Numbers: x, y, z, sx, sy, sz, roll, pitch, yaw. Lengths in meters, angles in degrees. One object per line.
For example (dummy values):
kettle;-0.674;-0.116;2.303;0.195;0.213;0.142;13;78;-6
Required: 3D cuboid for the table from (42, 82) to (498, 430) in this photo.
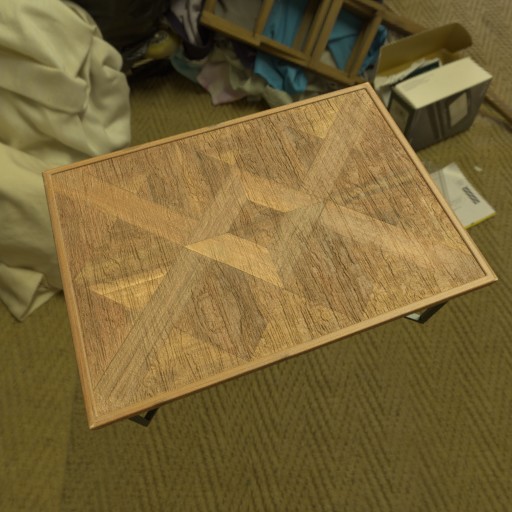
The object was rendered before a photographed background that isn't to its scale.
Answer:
table;0.000;0.000;1.641;1.238;0.492;0.877;-18;65;-9
